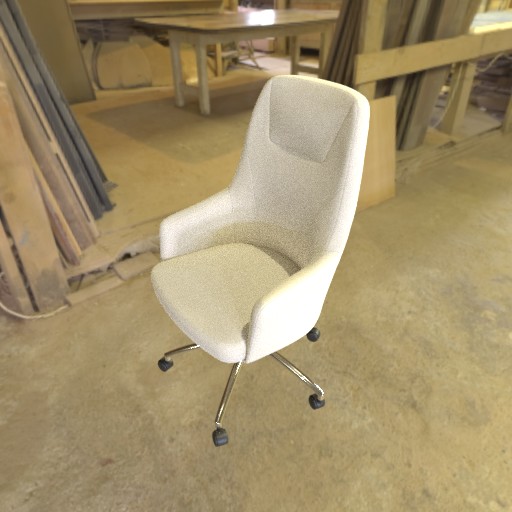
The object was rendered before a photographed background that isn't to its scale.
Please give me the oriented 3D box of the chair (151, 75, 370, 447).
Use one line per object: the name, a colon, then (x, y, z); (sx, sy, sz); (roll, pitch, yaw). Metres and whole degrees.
chair: (0.000, 0.000, 1.480); (0.640, 1.049, 0.620); (-21, 39, -30)
